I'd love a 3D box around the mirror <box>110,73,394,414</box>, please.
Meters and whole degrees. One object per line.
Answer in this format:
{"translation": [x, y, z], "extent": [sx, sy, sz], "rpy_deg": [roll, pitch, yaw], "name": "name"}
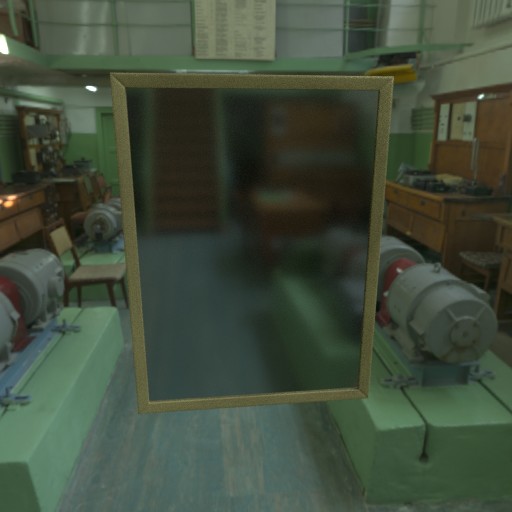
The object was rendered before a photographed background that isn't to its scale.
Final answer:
{"translation": [0.000, 0.000, 1.340], "extent": [0.762, 1.016, 0.040], "rpy_deg": [-2, 16, -6], "name": "mirror"}
